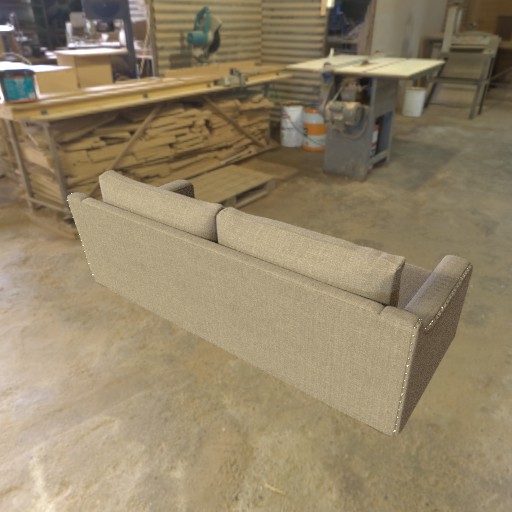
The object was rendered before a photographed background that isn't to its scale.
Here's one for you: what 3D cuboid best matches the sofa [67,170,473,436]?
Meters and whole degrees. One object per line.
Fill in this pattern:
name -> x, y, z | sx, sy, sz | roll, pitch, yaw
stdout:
sofa -> 0.000, 0.000, 2.656 | 2.208, 0.857, 1.000 | 20, 35, 32
